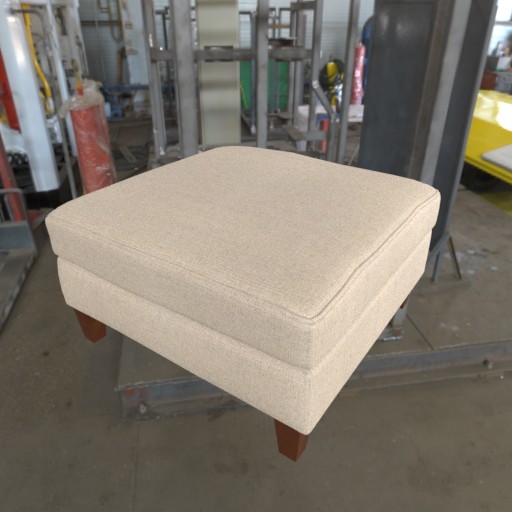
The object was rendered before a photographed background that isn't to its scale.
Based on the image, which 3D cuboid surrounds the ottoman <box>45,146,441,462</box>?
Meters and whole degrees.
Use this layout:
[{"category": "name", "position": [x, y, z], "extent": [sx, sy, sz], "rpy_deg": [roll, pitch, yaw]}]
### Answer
[{"category": "ottoman", "position": [0.000, 0.000, 1.353], "extent": [0.838, 0.481, 0.838], "rpy_deg": [19, 34, 30]}]
